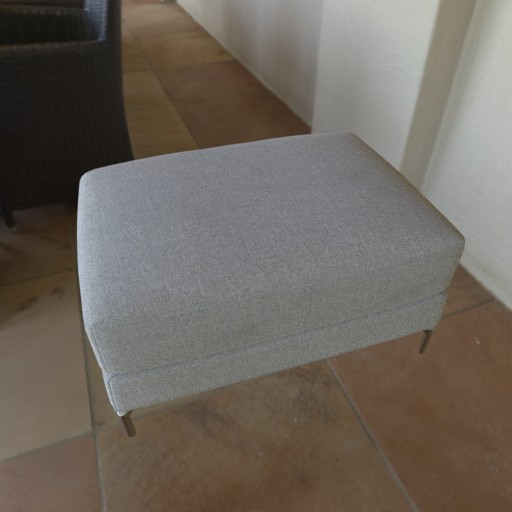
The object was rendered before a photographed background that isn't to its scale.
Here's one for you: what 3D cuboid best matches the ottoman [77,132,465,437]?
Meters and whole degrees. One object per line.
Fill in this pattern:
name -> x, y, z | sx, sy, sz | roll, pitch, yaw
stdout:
ottoman -> 0.000, 0.000, 1.176 | 0.838, 0.457, 0.584 | -12, 43, -13
